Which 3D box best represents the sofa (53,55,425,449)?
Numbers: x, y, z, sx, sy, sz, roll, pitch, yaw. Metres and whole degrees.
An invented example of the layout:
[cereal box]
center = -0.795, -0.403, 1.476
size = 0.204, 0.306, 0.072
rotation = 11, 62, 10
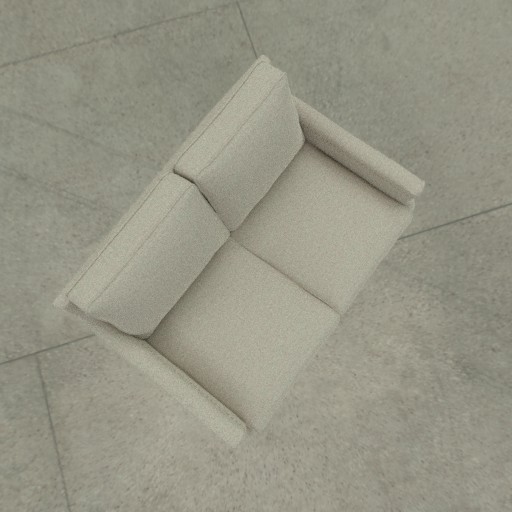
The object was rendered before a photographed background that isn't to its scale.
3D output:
[sofa]
center = 0.000, 0.000, 2.283
size = 1.084, 1.003, 1.597
rotation = 37, 81, 7
